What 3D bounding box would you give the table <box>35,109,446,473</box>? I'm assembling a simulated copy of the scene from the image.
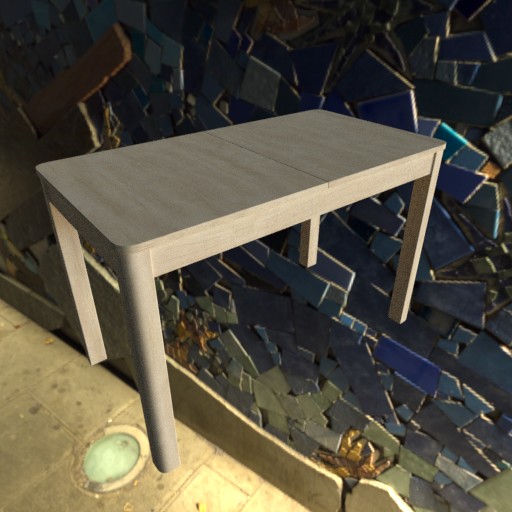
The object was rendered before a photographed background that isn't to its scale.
[{"bbox_3d":[0.000,0.000,1.892,1.400,0.900,0.750,-22,37,-32],"label":"table"}]
